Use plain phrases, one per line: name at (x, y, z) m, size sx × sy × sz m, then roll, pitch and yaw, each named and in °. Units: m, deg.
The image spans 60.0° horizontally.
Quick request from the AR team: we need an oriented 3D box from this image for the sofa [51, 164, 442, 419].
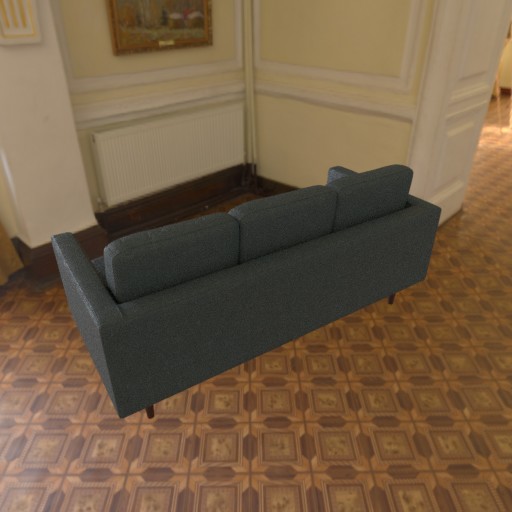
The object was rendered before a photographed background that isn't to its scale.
sofa at (0.000, 0.000, 2.592) m, size 2.013 × 0.945 × 0.935 m, roll -18°, pitch 35°, yaw -28°
